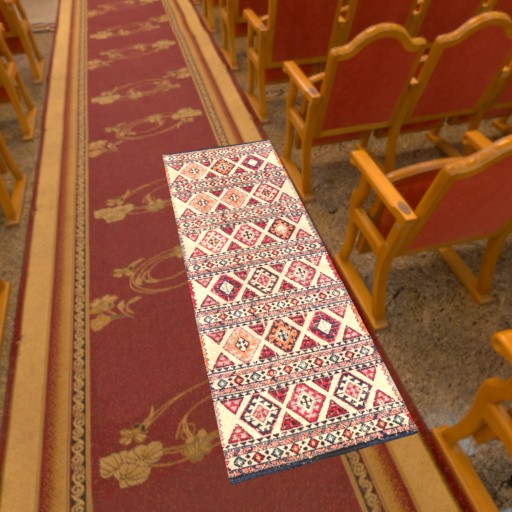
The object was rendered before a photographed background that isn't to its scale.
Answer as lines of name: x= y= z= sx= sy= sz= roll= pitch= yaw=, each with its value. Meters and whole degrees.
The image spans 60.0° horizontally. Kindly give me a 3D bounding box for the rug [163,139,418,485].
rug: x=0.000 y=0.000 z=2.607 sx=0.832 sy=0.008 sz=2.362 roll=-11 pitch=48 yaw=-10
